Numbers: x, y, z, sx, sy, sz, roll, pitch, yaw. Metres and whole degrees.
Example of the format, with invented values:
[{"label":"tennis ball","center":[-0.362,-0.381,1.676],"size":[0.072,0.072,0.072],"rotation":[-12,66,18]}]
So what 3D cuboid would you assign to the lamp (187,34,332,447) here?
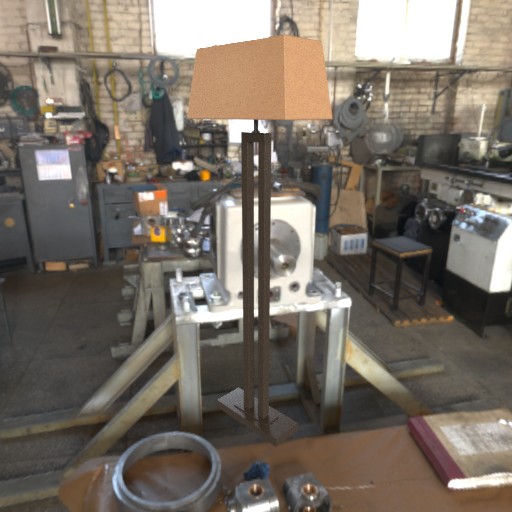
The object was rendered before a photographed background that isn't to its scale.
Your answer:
[{"label":"lamp","center":[0.000,0.000,1.683],"size":[0.475,1.469,0.233],"rotation":[17,25,42]}]
